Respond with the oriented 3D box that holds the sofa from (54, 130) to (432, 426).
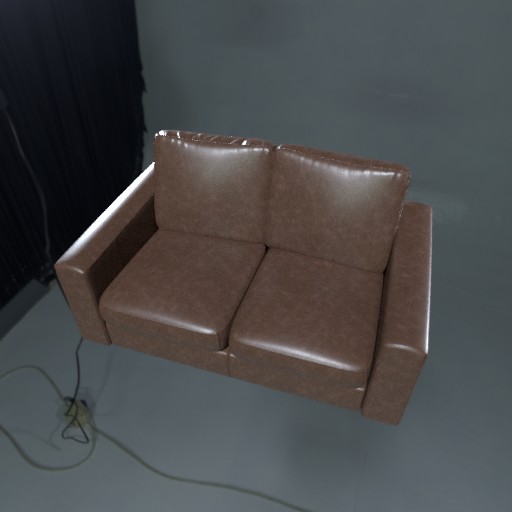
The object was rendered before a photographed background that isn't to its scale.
[{"bbox_3d":[0.000,0.000,2.201,1.616,0.873,1.016,12,43,13],"label":"sofa"}]
